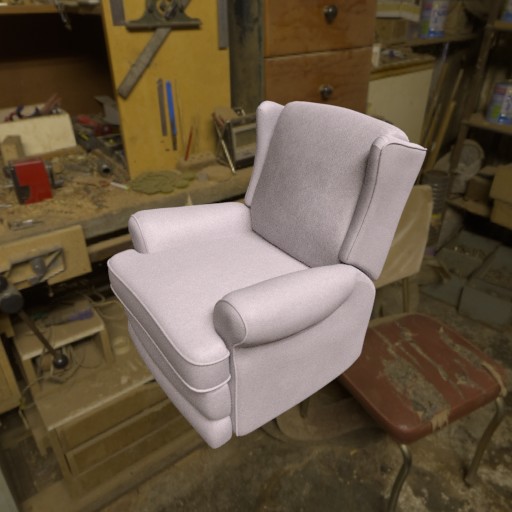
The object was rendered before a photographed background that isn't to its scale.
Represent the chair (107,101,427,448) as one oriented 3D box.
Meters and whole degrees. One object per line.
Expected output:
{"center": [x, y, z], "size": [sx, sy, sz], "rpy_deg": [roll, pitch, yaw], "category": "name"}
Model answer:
{"center": [0.000, 0.000, 1.708], "size": [0.969, 1.011, 0.847], "rpy_deg": [-20, 36, -30], "category": "chair"}
